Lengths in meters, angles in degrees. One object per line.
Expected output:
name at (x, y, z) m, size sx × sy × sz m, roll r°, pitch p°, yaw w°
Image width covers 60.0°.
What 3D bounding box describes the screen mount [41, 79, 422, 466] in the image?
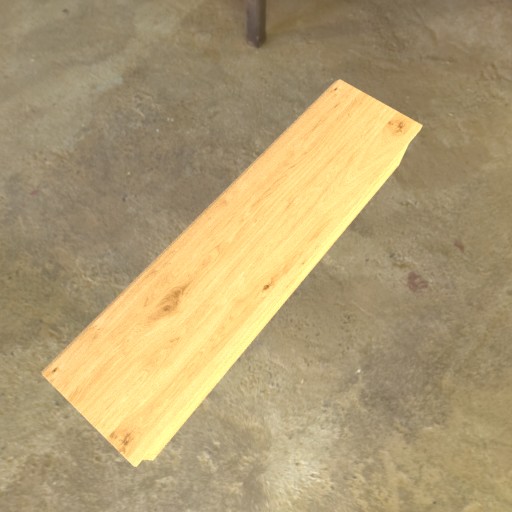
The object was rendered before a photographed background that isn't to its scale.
screen mount at (0.000, 0.000, 1.862) m, size 0.450 × 0.430 × 1.700 m, roll 36°, pitch 70°, yaw 16°
